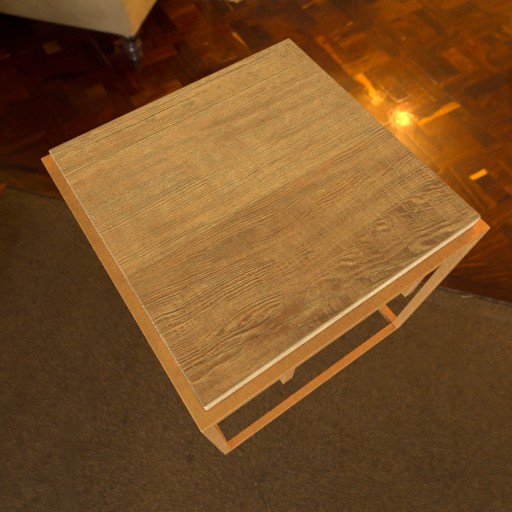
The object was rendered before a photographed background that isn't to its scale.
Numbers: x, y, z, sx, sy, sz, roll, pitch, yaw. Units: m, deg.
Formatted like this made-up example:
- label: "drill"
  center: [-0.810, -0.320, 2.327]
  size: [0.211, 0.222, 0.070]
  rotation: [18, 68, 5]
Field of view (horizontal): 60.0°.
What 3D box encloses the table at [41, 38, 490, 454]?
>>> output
- label: "table"
  center: [0.000, 0.000, 1.055]
  size: [0.599, 0.584, 0.599]
  rotation: [-31, 67, -15]
